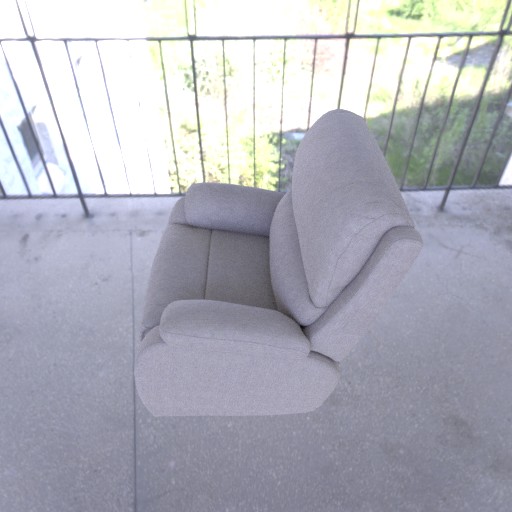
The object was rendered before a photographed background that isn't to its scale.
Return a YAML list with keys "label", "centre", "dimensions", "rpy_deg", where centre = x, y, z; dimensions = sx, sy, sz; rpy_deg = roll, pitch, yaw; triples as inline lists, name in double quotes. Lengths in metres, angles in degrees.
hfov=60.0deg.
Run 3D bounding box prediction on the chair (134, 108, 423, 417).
- label: "chair"
  centre: [0.000, 0.000, 1.764]
  dimensions: [0.899, 1.011, 0.930]
  rpy_deg: [0, 40, -1]
